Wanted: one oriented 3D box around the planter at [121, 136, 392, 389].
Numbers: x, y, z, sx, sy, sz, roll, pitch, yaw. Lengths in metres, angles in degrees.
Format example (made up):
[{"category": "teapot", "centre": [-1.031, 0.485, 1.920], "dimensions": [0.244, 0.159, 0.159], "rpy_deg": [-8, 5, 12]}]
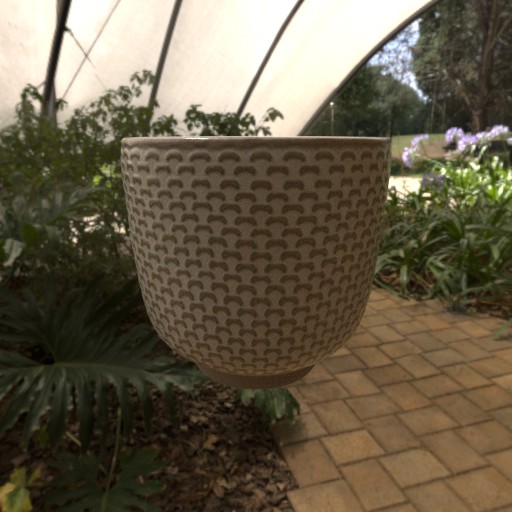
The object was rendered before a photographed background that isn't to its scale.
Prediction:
[{"category": "planter", "centre": [0.000, 0.000, 0.311], "dimensions": [0.173, 0.160, 0.173], "rpy_deg": [0, 14, 0]}]
